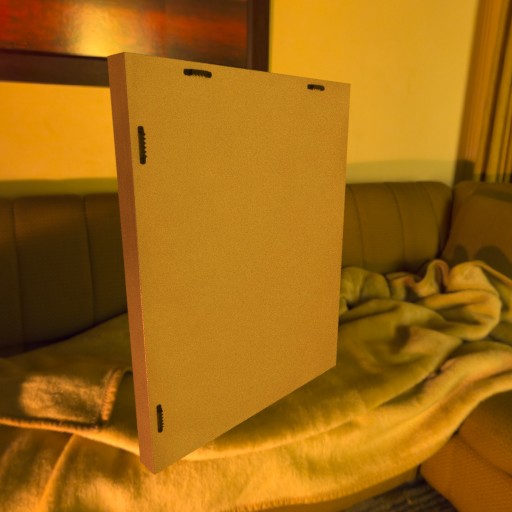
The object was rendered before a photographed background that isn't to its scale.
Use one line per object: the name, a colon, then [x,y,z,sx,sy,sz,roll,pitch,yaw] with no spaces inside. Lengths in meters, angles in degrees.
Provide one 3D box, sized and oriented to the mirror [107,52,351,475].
mirror: [0.000,0.000,0.660,0.041,0.509,0.406,15,21,43]
